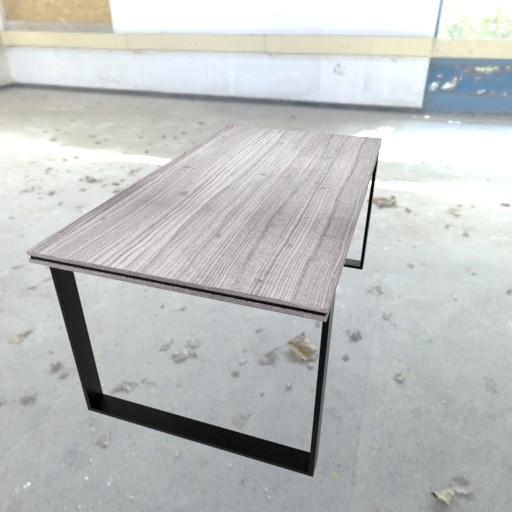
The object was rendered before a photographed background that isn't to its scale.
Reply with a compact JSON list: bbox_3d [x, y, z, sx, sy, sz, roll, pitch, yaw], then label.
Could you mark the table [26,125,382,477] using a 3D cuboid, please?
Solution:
[{"bbox_3d":[0.000,0.000,1.998,0.881,0.736,1.579,9,31,16],"label":"table"}]
